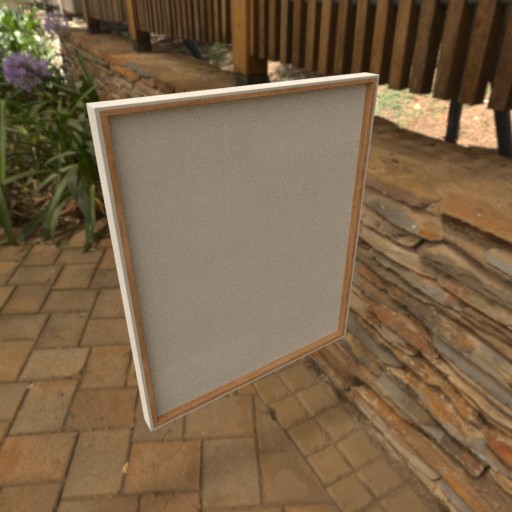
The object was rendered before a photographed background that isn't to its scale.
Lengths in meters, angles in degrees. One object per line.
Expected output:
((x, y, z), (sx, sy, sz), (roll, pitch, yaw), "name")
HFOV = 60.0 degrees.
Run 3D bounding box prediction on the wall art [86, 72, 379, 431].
((0.000, 0.000, 0.838), (0.508, 0.606, 0.037), (-18, 35, -29), "wall art")
